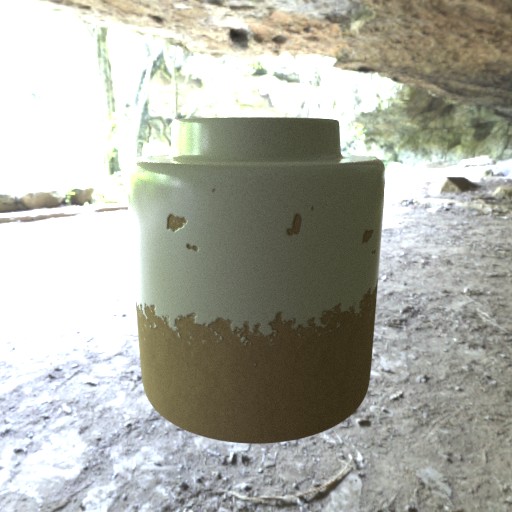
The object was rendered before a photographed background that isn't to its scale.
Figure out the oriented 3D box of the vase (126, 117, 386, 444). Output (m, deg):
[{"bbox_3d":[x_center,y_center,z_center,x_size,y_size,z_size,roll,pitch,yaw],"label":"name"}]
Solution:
[{"bbox_3d":[0.000,0.000,0.285,0.153,0.167,0.153,0,16,0],"label":"vase"}]
